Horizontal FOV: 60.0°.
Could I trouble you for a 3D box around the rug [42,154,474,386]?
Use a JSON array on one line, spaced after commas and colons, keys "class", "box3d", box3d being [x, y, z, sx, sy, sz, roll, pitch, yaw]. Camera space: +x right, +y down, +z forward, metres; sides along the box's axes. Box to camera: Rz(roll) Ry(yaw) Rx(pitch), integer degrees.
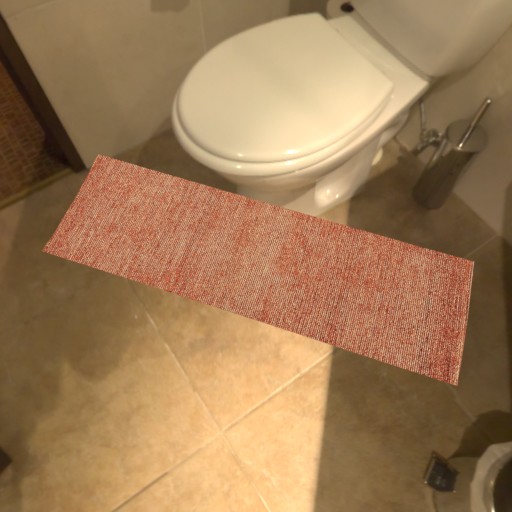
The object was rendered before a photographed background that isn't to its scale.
[{"class": "rug", "box3d": [0.000, 0.000, 2.500, 2.353, 0.013, 0.718, 17, 66, 8]}]
